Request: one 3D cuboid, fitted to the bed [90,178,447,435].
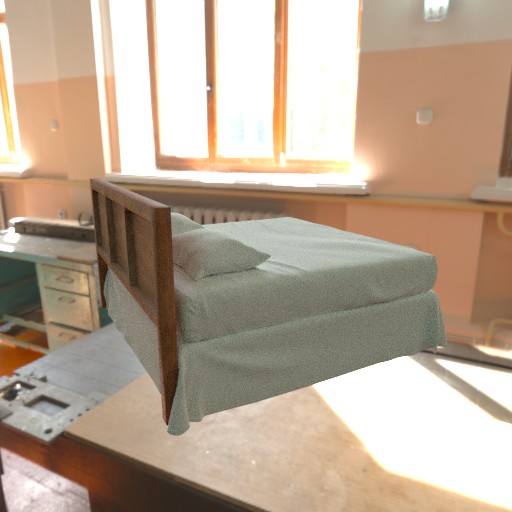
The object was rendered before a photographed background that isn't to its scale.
[{"bbox_3d":[0.000,0.000,3.527,2.165,1.158,2.255,-7,16,-27],"label":"bed"}]
